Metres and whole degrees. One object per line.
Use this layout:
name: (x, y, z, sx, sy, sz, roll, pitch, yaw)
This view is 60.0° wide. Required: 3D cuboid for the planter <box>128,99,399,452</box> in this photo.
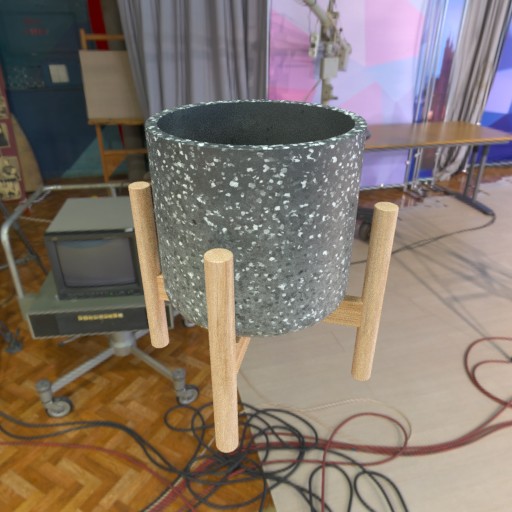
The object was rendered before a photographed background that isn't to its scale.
planter: (0.000, 0.000, 0.530, 0.284, 0.320, 0.284, 19, 34, 31)
